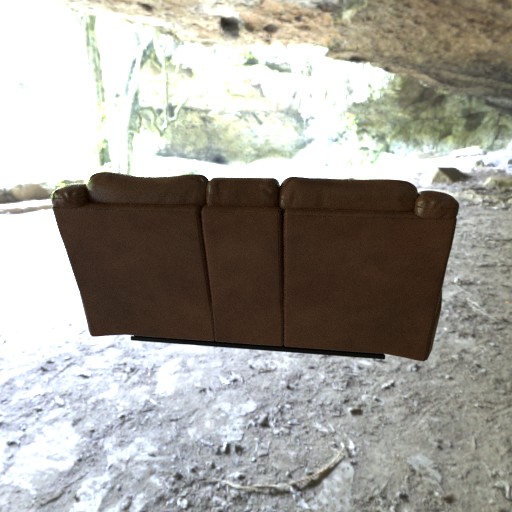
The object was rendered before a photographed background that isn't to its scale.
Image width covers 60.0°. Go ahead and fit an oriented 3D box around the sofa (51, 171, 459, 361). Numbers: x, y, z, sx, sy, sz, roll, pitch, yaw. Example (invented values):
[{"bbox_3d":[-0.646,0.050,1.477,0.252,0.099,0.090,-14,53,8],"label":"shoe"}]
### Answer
[{"bbox_3d":[0.000,0.000,2.633,2.058,1.043,0.991,3,17,8],"label":"sofa"}]
